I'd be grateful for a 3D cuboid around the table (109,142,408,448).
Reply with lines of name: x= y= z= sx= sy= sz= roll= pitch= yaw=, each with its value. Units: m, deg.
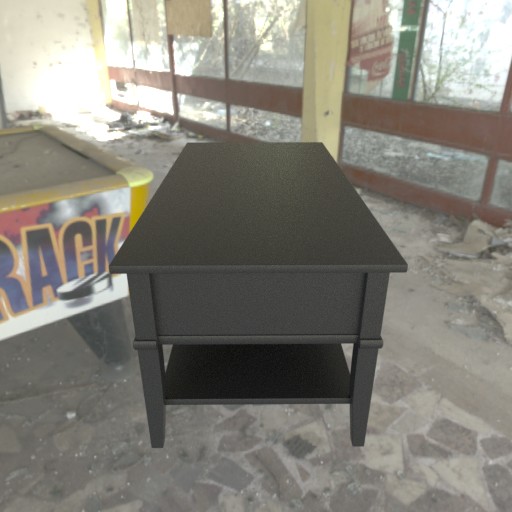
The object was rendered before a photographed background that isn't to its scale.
table: x=0.000 y=0.000 z=1.344 sx=0.523 sy=0.470 sz=1.044 roll=0 pitch=26 yaw=0
